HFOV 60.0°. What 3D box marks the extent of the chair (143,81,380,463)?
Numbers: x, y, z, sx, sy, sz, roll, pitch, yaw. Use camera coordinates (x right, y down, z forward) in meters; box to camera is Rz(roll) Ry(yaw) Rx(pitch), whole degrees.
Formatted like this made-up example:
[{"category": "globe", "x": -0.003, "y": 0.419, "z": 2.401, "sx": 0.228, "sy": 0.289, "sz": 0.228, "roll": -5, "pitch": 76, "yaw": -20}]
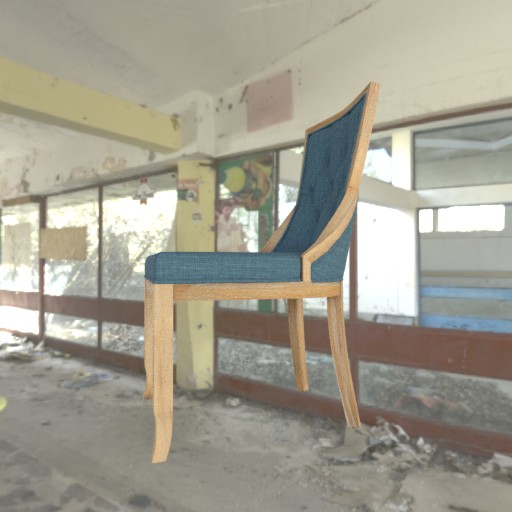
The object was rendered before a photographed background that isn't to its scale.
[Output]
[{"category": "chair", "x": 0.000, "y": 0.000, "z": 1.341, "sx": 0.641, "sy": 0.947, "sz": 0.524, "roll": 0, "pitch": -1, "yaw": -16}]
